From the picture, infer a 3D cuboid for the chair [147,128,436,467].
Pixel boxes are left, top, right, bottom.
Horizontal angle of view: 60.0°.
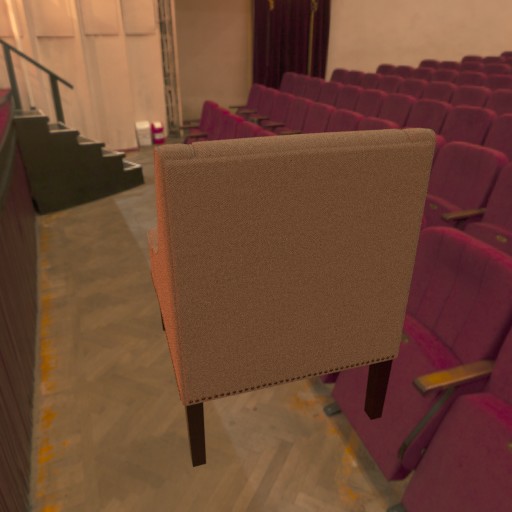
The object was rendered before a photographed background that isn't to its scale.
[{"bbox_3d":[0.000,0.000,1.399,0.628,0.872,0.748,-8,27,-16],"label":"chair"}]
